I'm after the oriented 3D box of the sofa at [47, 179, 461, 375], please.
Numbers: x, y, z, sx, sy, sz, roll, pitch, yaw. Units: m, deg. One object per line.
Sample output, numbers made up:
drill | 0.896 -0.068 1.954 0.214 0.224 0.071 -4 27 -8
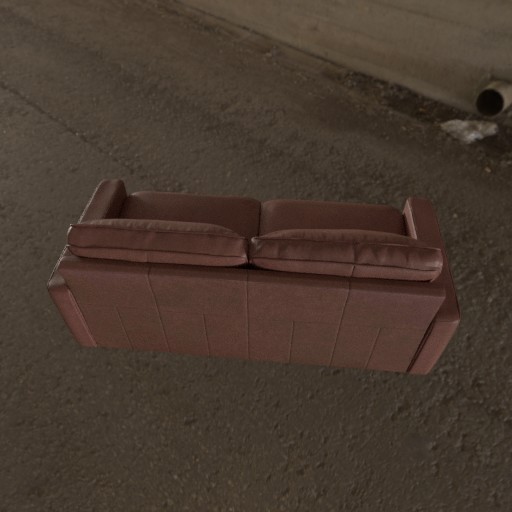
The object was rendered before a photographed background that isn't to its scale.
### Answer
sofa | 0.000 0.000 2.562 2.080 0.919 0.940 4 48 4
